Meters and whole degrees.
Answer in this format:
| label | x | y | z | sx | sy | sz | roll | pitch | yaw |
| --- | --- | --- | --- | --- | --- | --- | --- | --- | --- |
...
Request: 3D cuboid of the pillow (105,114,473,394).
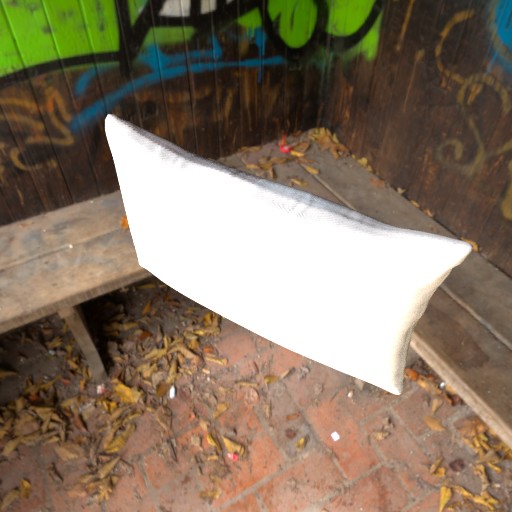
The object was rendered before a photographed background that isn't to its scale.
| label | x | y | z | sx | sy | sz | roll | pitch | yaw |
| --- | --- | --- | --- | --- | --- | --- | --- | --- | --- |
| pillow | 0.000 | 0.000 | 0.637 | 0.506 | 0.305 | 0.139 | 24 | 50 | 22 |
